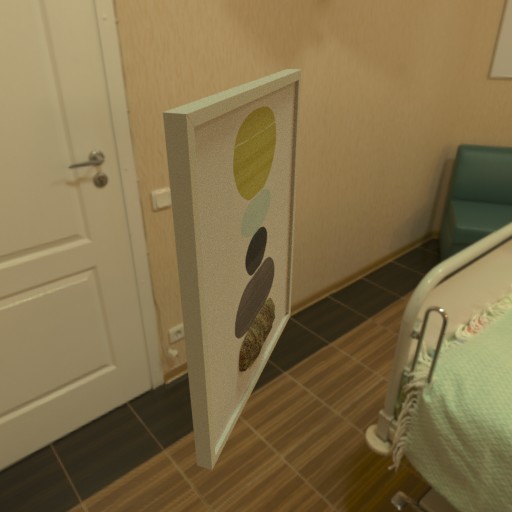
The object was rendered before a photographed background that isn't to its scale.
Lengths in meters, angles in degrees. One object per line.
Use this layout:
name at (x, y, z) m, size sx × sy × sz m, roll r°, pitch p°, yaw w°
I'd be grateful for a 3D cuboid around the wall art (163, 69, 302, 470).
wall art at (0.000, 0.000, 1.052) m, size 0.055 × 0.763 × 0.611 m, roll 10°, pitch 30°, yaw 18°
